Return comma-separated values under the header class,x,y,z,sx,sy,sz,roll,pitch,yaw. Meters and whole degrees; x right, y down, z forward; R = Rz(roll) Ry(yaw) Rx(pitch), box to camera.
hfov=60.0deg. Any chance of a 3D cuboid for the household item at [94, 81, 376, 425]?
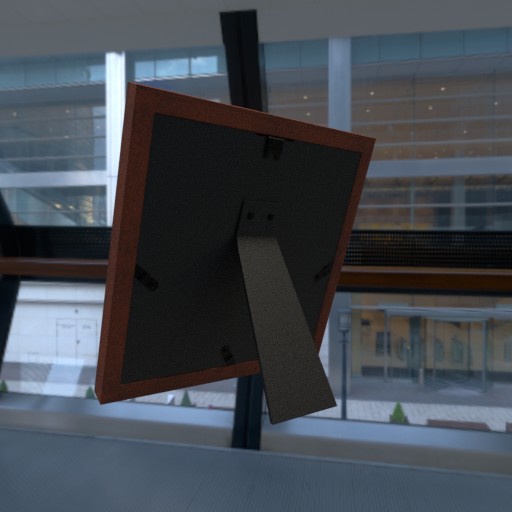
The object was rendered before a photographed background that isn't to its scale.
class,x,y,z,sx,sy,sz,roll,pitch,yaw
household item,0.000,0.000,0.387,0.240,0.240,0.131,0,1,-36
